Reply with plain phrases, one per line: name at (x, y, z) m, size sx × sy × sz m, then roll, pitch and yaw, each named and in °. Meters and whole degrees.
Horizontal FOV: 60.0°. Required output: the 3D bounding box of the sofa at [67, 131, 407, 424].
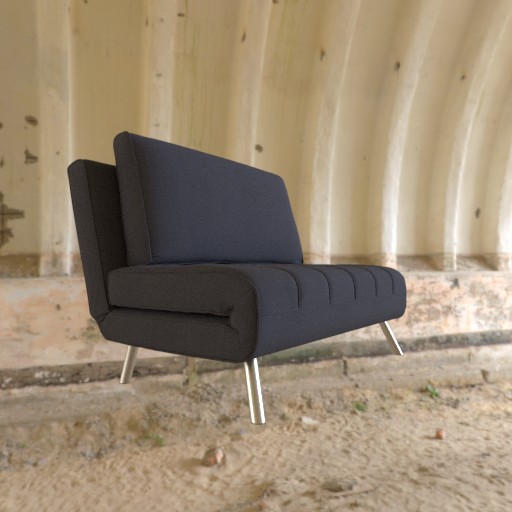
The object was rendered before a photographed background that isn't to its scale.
sofa at (0.000, 0.000, 1.887) m, size 0.910 × 0.910 × 1.220 m, roll -1°, pitch -1°, yaw 37°
